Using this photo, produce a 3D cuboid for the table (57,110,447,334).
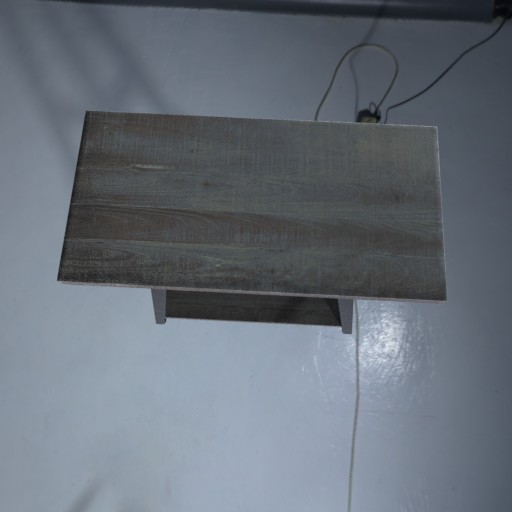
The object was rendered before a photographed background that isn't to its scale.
[{"bbox_3d":[0.000,0.000,1.054,0.599,0.701,0.300,3,75,1],"label":"table"}]
